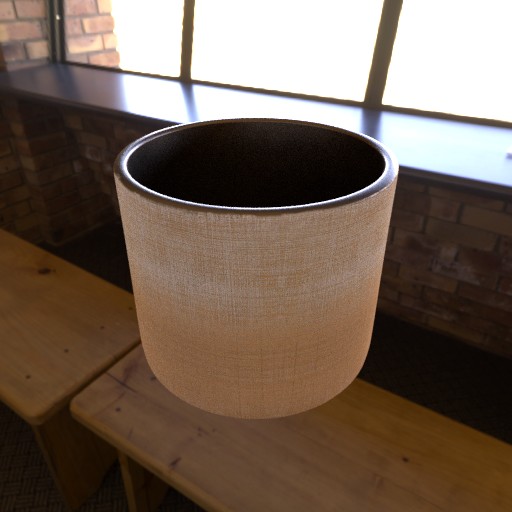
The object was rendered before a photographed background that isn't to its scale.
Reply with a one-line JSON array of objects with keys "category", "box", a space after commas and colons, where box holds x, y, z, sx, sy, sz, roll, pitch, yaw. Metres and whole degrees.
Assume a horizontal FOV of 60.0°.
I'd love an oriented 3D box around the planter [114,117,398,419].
[{"category": "planter", "box": [0.000, 0.000, 0.458, 0.254, 0.221, 0.254, 0, 32, 0]}]
